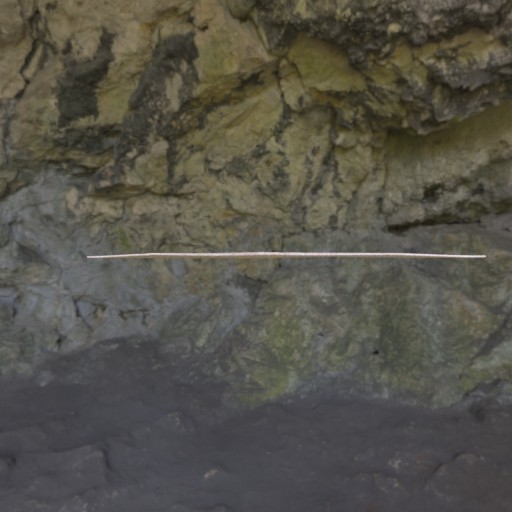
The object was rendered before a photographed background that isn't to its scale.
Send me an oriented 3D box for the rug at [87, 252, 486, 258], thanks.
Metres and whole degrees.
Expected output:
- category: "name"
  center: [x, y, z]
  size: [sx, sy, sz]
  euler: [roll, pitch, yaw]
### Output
- category: "rug"
  center: [0.000, 0.000, 2.967]
  size: [1.596, 0.030, 2.283]
  euler: [0, -1, -35]
